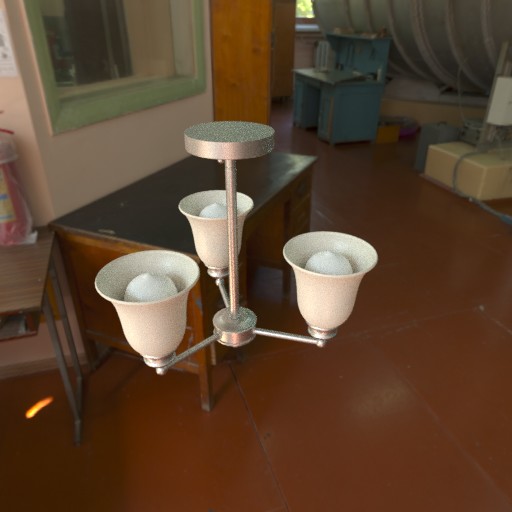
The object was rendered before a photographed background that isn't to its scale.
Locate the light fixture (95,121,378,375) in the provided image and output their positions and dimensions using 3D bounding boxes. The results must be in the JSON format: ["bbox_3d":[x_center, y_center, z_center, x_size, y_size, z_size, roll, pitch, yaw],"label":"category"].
[{"bbox_3d":[0.000,0.000,0.672,0.354,0.370,0.388,8,30,14],"label":"light fixture"}]
